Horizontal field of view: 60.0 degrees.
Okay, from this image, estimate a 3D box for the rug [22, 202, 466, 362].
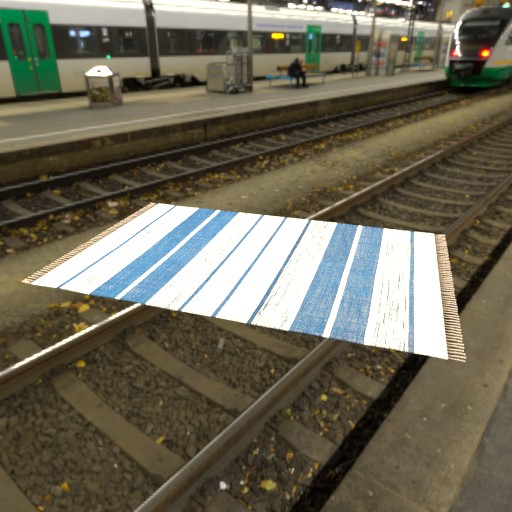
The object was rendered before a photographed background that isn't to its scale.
[{"bbox_3d":[0.000,0.000,2.947,2.441,0.010,1.532,8,26,16],"label":"rug"}]
